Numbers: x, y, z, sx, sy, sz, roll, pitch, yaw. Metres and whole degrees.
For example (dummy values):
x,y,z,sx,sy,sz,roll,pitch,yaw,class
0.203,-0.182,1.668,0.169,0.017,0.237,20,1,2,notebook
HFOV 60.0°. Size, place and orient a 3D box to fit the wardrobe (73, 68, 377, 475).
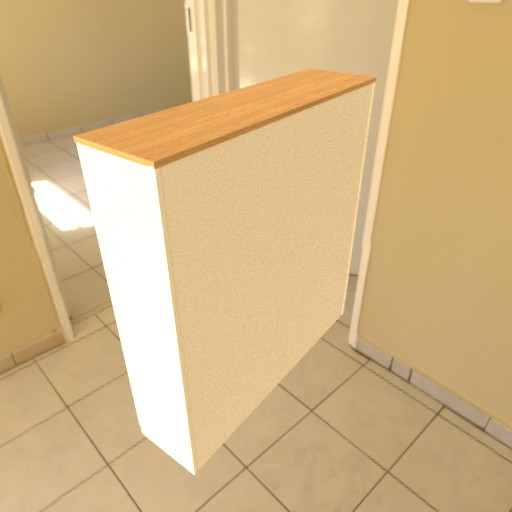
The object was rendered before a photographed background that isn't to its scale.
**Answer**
x,y,z,sx,sy,sz,roll,pitch,yaw,class
0.000,0.000,3.311,0.590,2.260,2.160,23,39,31,wardrobe
